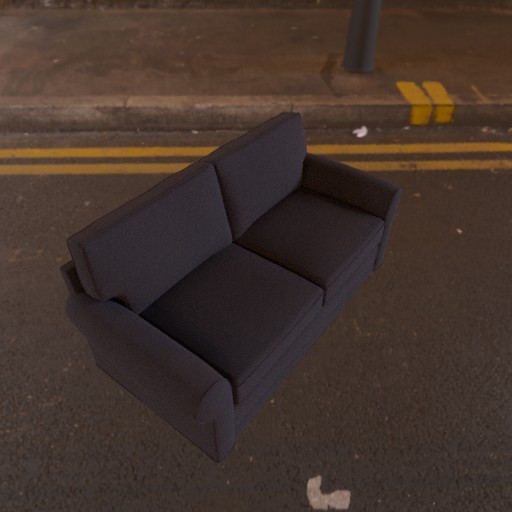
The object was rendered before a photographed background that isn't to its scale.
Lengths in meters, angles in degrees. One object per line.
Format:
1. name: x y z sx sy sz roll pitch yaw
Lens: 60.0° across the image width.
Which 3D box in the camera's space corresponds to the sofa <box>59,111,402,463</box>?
1. sofa: 0.000 0.000 2.570 0.951 1.031 2.009 27 48 27
